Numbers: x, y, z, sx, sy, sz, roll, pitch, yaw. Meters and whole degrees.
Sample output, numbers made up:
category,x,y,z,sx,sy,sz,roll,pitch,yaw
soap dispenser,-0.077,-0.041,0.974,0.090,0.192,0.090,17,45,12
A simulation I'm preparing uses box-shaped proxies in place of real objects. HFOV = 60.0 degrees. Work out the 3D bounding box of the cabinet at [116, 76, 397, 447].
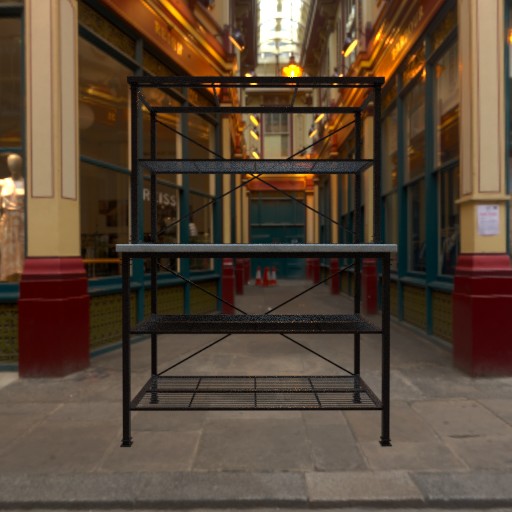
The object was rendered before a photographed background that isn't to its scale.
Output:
category,x,y,z,sx,sy,sz,roll,pitch,yaw
cabinet,0.000,0.000,2.204,1.210,1.659,0.610,0,1,0
